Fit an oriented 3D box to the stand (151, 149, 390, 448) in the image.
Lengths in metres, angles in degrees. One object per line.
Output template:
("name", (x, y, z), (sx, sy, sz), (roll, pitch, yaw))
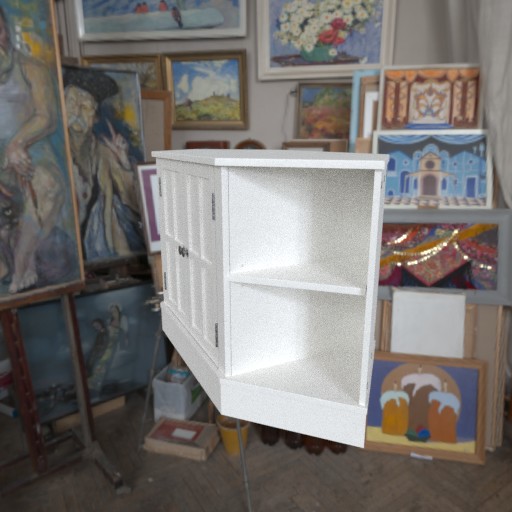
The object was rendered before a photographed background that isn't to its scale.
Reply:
("stand", (0.000, 0.000, 1.351), (0.477, 0.614, 1.072), (-7, 16, -25))
